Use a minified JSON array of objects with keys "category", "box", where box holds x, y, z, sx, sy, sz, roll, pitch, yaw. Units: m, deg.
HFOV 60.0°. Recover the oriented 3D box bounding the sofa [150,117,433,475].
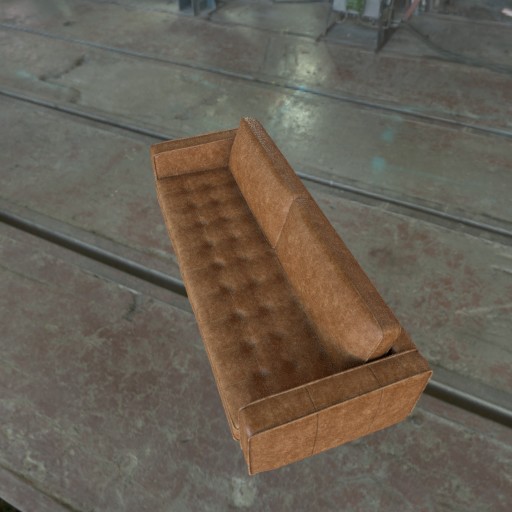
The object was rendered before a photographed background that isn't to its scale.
[{"category":"sofa","box":[0.000,0.000,2.640,0.886,0.779,2.199,-14,48,-13]}]
